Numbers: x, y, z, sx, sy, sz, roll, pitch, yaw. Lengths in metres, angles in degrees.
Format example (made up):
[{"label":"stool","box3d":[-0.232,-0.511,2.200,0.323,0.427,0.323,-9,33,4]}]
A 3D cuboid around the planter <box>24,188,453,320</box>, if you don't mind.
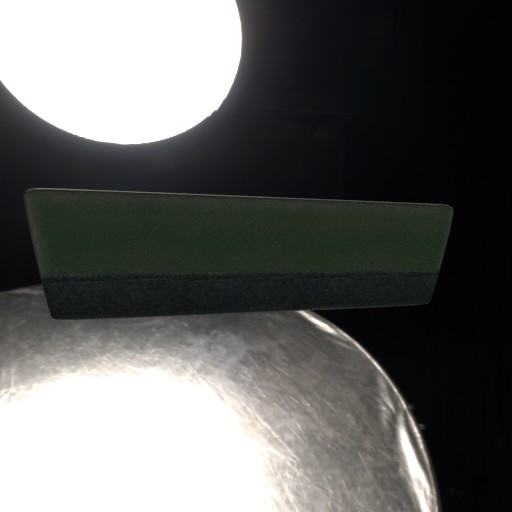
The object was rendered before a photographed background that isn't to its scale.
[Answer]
[{"label":"planter","box3d":[0.000,0.000,0.302,0.275,0.072,0.072,0,0,-18]}]
